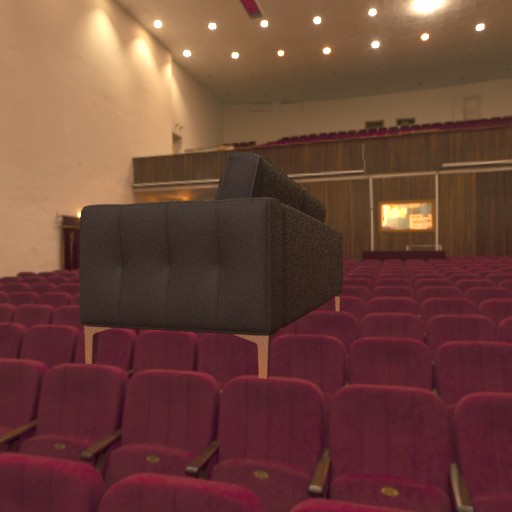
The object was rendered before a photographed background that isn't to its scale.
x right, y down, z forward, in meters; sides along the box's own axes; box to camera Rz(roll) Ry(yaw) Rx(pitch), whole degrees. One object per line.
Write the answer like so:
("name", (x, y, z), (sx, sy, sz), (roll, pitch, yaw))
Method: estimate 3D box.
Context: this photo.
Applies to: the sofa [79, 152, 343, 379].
("sofa", (0.000, 0.000, 2.743), (0.833, 0.893, 2.275), (0, 0, 17))
